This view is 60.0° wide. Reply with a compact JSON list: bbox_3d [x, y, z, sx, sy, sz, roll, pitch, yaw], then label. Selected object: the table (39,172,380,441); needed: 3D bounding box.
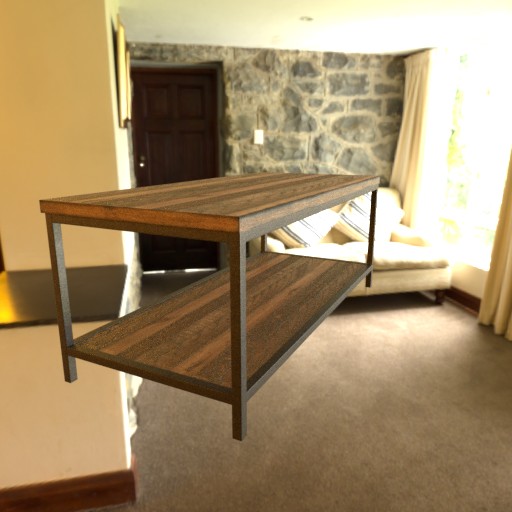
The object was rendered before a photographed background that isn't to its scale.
[{"bbox_3d":[0.000,0.000,1.248,0.452,0.399,0.990,7,16,26],"label":"table"}]
